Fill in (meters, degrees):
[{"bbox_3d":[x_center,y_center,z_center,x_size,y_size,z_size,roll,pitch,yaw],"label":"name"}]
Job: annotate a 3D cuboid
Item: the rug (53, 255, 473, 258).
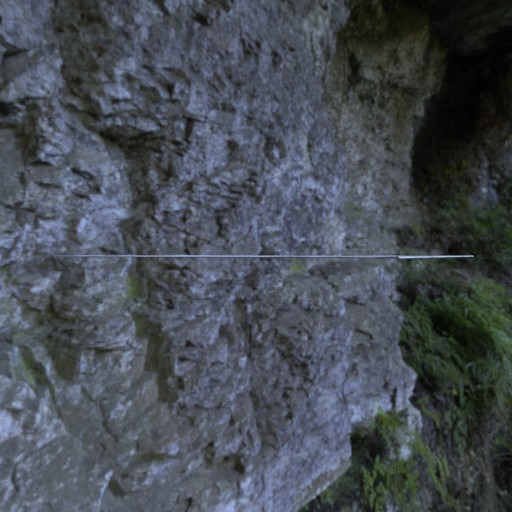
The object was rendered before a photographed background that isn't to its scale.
[{"bbox_3d":[0.000,0.000,3.013,2.440,0.012,1.522,0,0,36],"label":"rug"}]
